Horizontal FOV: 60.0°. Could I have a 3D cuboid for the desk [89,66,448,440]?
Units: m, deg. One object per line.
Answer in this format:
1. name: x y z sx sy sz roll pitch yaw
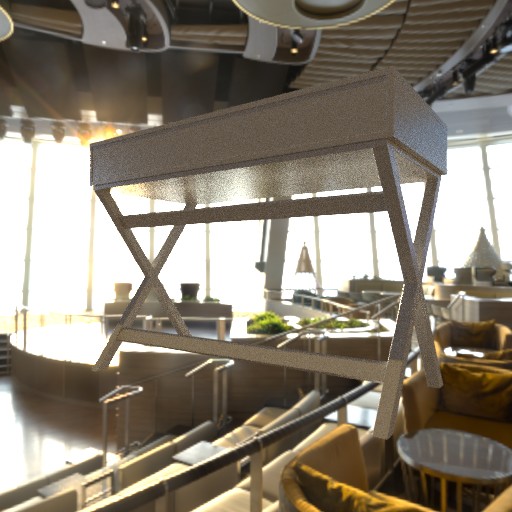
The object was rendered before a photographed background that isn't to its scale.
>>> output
1. desk: 0.000 0.000 1.430 1.059 0.780 0.509 -1 -1 35
